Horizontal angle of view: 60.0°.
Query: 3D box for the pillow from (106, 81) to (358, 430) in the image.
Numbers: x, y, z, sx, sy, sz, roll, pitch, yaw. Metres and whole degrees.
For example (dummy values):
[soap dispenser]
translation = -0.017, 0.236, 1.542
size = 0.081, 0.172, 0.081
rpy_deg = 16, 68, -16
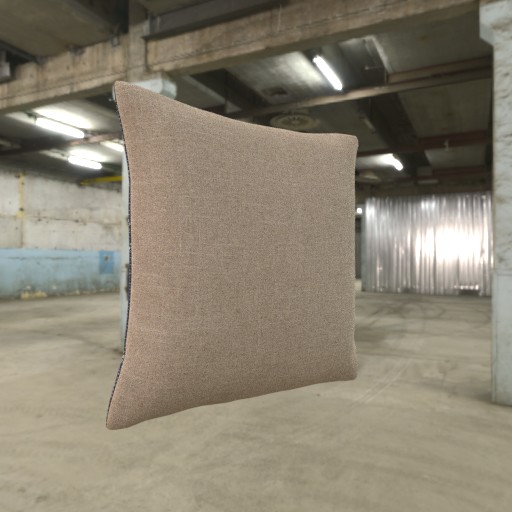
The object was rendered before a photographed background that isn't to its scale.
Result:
[pillow]
translation = 0.000, 0.000, 0.662
size = 0.435, 0.428, 0.148
rpy_deg = 1, -2, -35
